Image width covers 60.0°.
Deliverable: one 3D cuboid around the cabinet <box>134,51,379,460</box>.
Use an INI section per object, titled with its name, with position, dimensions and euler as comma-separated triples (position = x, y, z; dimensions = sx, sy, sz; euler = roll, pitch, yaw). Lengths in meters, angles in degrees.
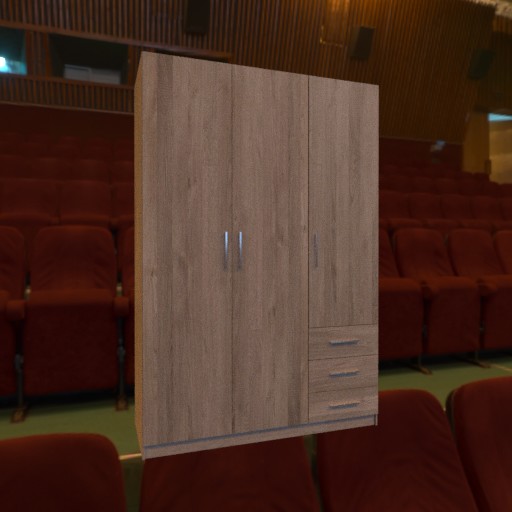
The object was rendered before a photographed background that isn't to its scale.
[cabinet]
position = 0.000, 0.000, 2.503
dimensions = 1.290, 1.910, 0.510
euler = 0, 0, -19
